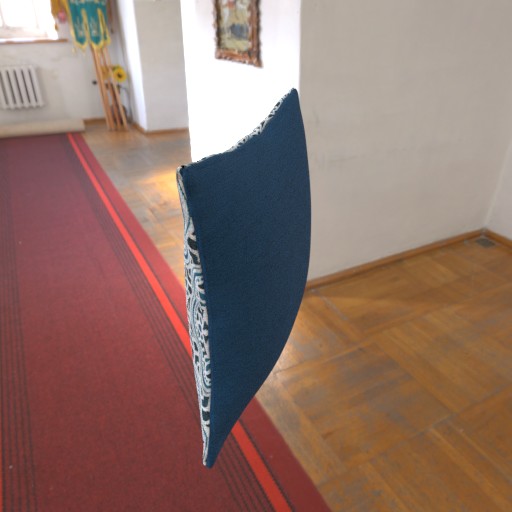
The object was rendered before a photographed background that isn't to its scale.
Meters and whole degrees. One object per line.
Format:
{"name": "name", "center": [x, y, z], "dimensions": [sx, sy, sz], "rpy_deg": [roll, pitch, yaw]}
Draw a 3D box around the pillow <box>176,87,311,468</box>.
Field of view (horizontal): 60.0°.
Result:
{"name": "pillow", "center": [0.000, 0.000, 0.667], "dimensions": [0.145, 0.420, 0.440], "rpy_deg": [9, 32, 15]}
